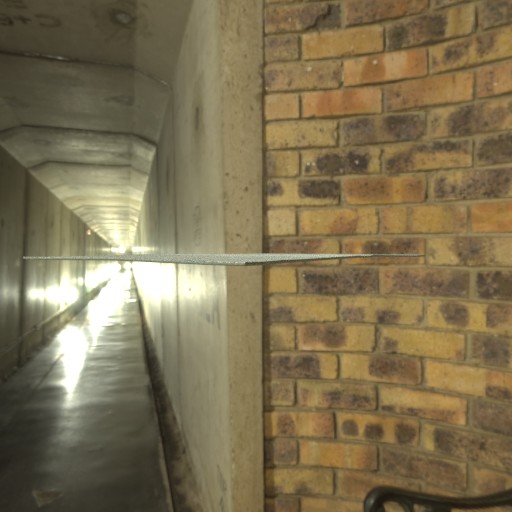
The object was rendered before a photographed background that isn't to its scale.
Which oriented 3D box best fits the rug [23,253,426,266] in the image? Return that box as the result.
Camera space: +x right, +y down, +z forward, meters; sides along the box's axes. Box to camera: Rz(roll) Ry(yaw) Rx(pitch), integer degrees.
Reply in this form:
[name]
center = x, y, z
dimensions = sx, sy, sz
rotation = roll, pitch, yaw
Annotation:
[rug]
center = 0.000, 0.000, 5.252
dimensions = 2.802, 0.052, 4.078
rotation = 1, 1, 36
